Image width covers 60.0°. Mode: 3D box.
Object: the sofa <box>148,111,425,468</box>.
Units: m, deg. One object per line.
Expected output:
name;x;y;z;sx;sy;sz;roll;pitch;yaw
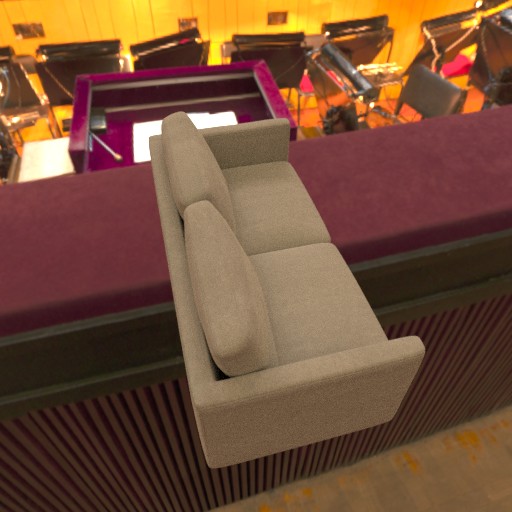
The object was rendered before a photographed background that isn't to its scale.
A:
sofa;0.000;0.000;2.454;0.950;0.963;1.884;-11;47;-10
